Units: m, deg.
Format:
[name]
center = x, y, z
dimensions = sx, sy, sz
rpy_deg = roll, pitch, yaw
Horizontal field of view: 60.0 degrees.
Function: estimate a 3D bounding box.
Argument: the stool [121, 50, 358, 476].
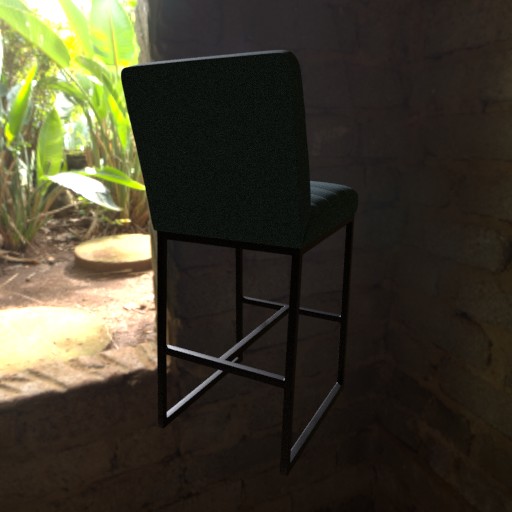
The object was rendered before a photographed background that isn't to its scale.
[stool]
center = 0.000, 0.000, 1.330
dimensions = 0.460, 1.040, 0.560
rpy_deg = 8, 17, 27
